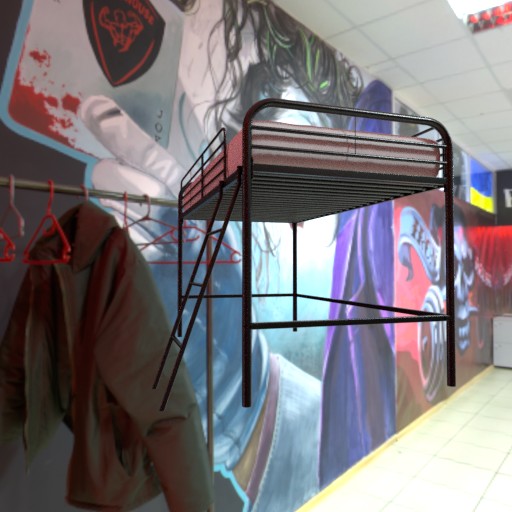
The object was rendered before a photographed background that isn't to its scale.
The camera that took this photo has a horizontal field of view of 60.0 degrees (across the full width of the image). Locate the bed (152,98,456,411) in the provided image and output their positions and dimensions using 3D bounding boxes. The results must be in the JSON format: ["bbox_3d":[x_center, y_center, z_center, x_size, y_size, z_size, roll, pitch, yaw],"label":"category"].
[{"bbox_3d":[0.000,0.000,2.854,1.393,1.289,1.968,1,-2,-18],"label":"bed"}]
